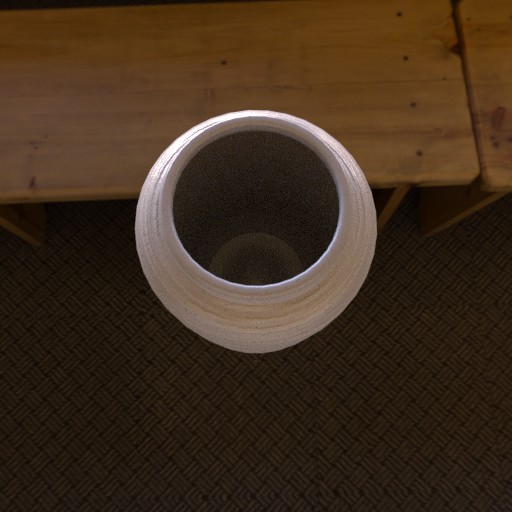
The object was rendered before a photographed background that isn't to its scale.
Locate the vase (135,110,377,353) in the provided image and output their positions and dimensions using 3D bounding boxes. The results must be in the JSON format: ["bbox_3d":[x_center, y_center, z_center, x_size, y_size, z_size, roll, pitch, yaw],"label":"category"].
[{"bbox_3d":[0.000,0.000,0.475,0.202,0.335,0.202,0,77,0],"label":"vase"}]
